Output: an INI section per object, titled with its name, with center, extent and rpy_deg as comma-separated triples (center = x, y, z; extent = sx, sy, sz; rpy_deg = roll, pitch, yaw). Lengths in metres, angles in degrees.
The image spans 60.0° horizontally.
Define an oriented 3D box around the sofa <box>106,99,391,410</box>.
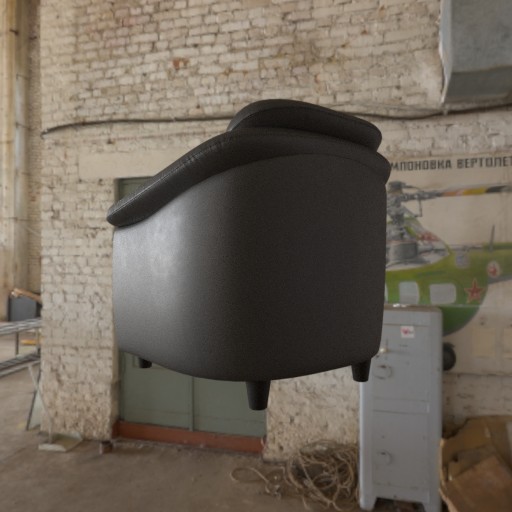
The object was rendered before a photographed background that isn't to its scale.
[sofa]
center = 0.000, 0.000, 1.529
extent = 0.870, 0.811, 0.794
rpy_deg = 0, -1, -38
